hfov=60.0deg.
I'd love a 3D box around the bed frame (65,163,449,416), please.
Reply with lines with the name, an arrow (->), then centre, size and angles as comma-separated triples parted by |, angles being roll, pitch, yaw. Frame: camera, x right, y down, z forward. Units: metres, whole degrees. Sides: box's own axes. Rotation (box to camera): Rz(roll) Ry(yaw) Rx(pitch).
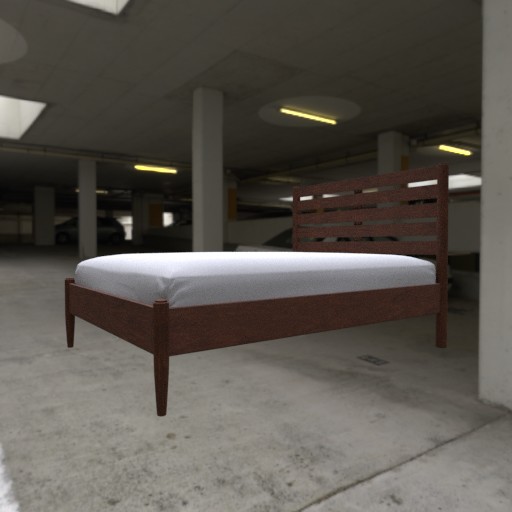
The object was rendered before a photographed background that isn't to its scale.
bed frame -> 0.000, 0.000, 3.187 | 2.234, 1.321, 1.655 | -1, 2, -36
